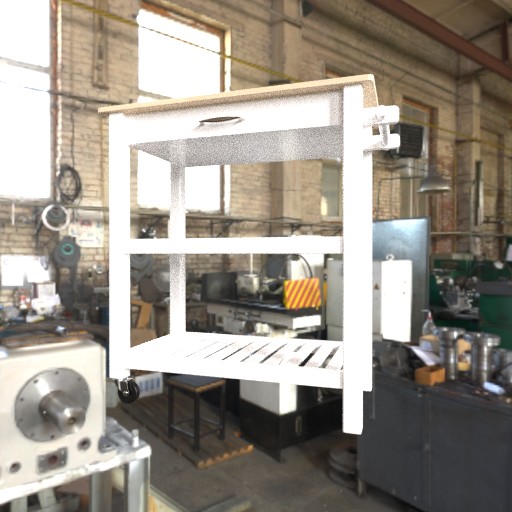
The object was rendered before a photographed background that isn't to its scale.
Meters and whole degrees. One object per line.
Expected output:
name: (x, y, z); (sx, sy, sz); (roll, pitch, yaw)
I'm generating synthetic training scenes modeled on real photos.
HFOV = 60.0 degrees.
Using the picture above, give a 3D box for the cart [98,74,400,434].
cart: (0.000, 0.000, 1.463); (0.899, 0.927, 0.457); (0, 0, 18)
